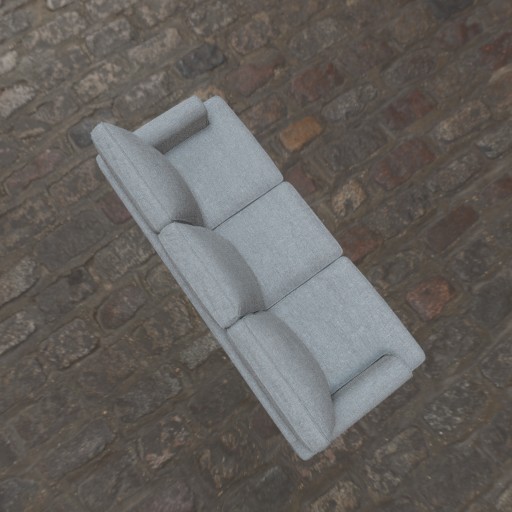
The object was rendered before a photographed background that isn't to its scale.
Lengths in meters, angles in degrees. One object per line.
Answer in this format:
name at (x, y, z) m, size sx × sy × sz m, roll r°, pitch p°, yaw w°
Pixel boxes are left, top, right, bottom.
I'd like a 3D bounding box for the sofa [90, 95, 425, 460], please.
sofa at (0.000, 0.000, 2.681) m, size 0.951 × 0.965 × 2.158 m, roll -35°, pitch 78°, yaw -8°
